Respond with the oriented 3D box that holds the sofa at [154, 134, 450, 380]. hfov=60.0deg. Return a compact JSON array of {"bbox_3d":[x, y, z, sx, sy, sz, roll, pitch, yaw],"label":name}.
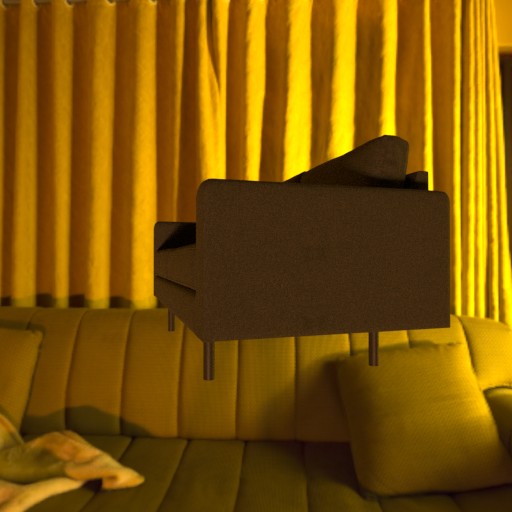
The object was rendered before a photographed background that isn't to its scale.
[{"bbox_3d":[0.000,0.000,2.230,0.889,0.897,1.730,0,0,-18],"label":"sofa"}]
